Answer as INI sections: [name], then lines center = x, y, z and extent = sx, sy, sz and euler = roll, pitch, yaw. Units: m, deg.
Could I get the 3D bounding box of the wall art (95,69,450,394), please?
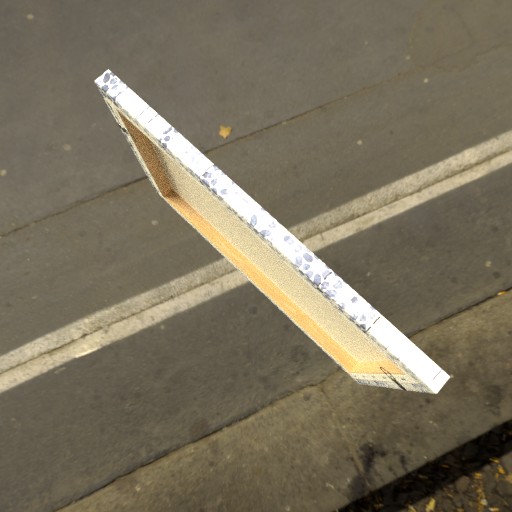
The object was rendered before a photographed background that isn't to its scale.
[wall art]
center = 0.000, 0.000, 0.768
extent = 0.608, 0.406, 0.030
euler = 43, 79, 10
